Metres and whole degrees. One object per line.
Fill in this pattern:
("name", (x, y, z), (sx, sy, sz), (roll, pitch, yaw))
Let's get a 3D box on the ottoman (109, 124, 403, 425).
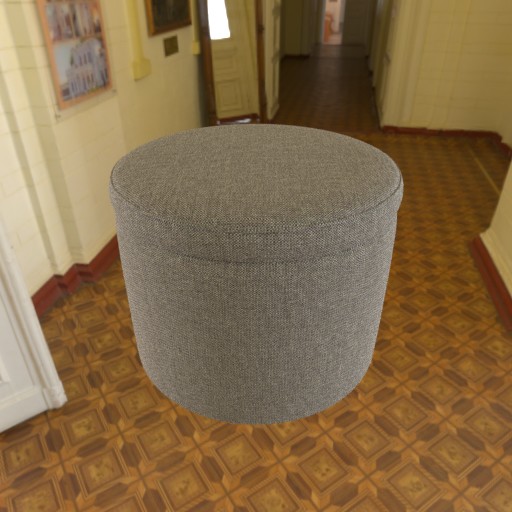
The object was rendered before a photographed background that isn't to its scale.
("ottoman", (0.000, 0.000, 0.900), (0.520, 0.430, 0.520), (0, 31, 0))
